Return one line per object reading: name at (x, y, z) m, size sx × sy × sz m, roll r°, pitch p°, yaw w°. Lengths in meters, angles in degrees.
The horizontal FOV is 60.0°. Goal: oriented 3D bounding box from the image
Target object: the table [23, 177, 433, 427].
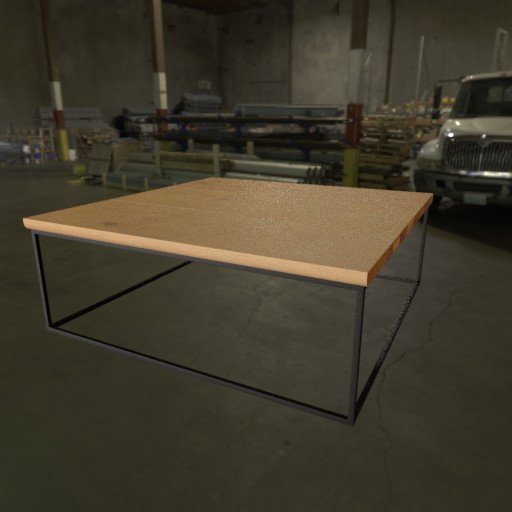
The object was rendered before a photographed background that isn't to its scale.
table at (0.000, 0.000, 1.693) m, size 1.100 × 0.400 × 1.100 m, roll 9°, pitch 20°, yaw 26°
